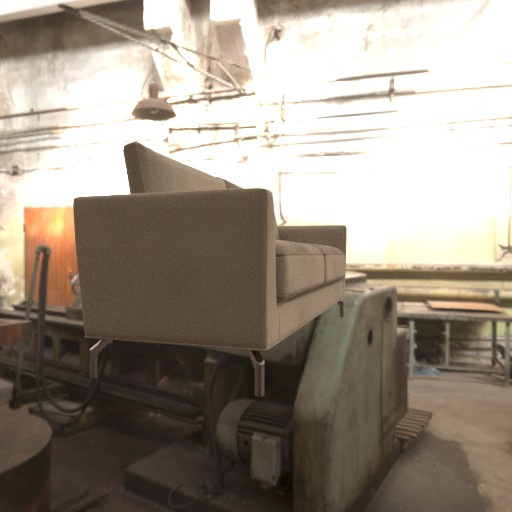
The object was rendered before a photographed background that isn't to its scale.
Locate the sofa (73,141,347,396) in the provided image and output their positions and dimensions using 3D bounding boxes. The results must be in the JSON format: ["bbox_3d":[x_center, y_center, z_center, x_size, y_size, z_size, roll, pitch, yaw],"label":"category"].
[{"bbox_3d":[0.000,0.000,2.733,0.868,1.005,2.214,0,0,19],"label":"sofa"}]
